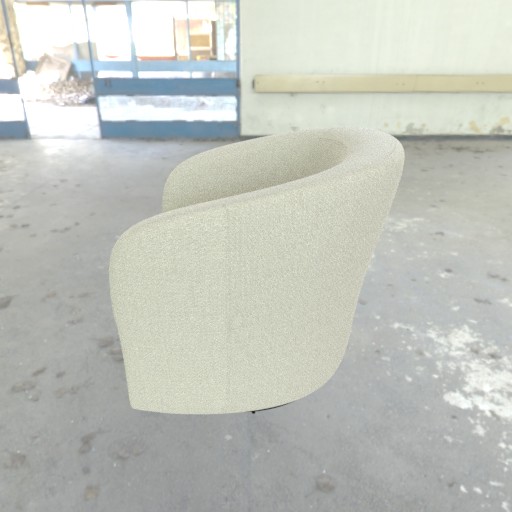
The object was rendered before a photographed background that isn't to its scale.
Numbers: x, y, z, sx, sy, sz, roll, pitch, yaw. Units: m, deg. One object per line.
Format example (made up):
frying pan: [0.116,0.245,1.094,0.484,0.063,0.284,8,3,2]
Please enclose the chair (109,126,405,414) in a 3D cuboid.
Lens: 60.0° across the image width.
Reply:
chair: [0.000,0.000,1.431,0.815,0.771,0.791,1,25,1]
